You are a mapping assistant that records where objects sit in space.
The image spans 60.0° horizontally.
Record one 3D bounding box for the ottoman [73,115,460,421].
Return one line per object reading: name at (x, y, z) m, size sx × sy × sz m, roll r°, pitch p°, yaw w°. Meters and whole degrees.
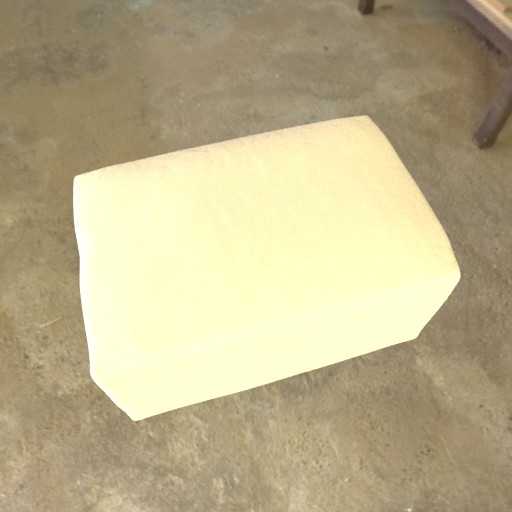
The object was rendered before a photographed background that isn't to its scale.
ottoman at (0.000, 0.000, 1.224) m, size 0.872 × 0.444 × 0.590 m, roll -14°, pitch 59°, yaw -9°
